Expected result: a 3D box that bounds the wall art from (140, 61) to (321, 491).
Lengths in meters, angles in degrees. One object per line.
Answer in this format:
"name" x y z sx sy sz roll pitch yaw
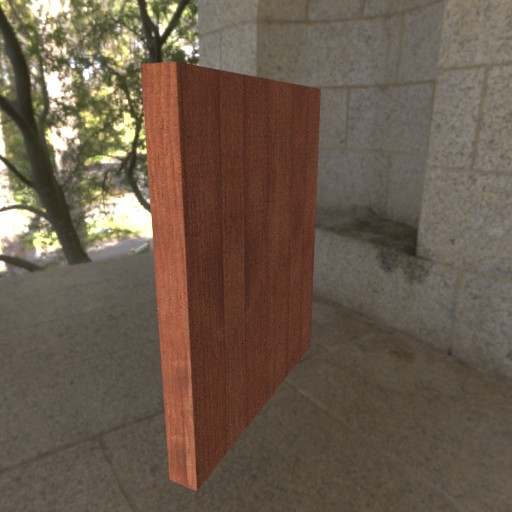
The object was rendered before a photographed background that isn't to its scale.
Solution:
"wall art" 0.000 0.000 0.607 0.039 0.449 0.377 8 19 25
